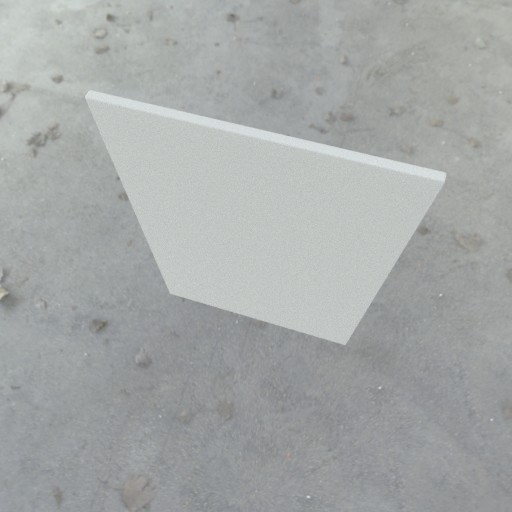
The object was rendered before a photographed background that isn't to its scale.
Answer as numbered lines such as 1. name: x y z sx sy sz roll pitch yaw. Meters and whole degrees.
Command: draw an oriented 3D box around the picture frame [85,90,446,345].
1. picture frame: 0.000 0.000 0.685 0.381 0.534 0.012 15 63 8
